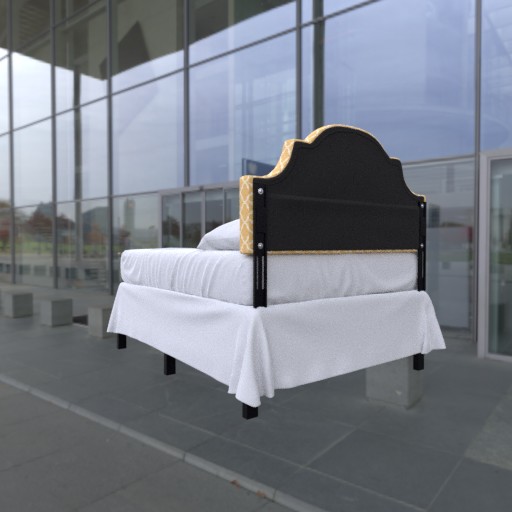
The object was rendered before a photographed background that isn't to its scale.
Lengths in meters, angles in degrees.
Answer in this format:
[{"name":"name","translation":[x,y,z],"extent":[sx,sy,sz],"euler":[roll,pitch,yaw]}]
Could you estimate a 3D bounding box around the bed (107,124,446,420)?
[{"name":"bed","translation":[0.000,0.000,3.510],"extent":[1.780,1.633,2.222],"euler":[-1,2,-36]}]
